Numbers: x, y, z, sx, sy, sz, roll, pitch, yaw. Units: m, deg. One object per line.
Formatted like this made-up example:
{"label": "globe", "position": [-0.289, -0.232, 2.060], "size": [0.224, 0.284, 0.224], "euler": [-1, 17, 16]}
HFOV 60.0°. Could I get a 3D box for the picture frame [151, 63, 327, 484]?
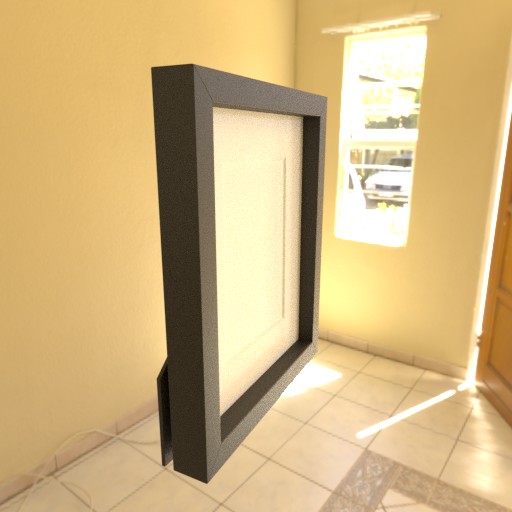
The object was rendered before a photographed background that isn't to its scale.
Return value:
{"label": "picture frame", "position": [0.000, 0.000, 0.395], "size": [0.042, 0.284, 0.232], "euler": [8, 17, 27]}
